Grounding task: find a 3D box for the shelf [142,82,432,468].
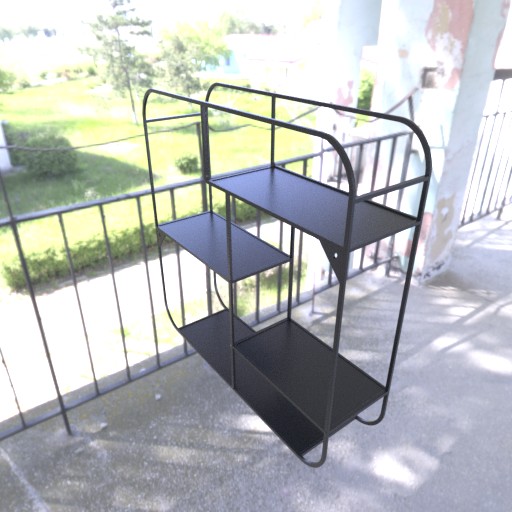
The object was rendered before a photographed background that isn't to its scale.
[{"bbox_3d":[0.000,0.000,0.895,0.160,0.600,0.600,-20,34,-32],"label":"shelf"}]
